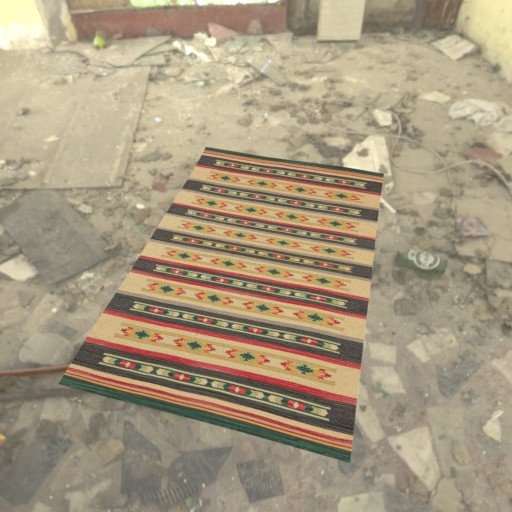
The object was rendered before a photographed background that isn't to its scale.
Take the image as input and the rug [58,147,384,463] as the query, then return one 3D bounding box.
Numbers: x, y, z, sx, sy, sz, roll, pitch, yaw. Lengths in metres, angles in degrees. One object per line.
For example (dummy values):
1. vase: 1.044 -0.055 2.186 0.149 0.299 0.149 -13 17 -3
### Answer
1. rug: 0.000 0.000 2.945 1.522 0.010 2.311 11 48 10
